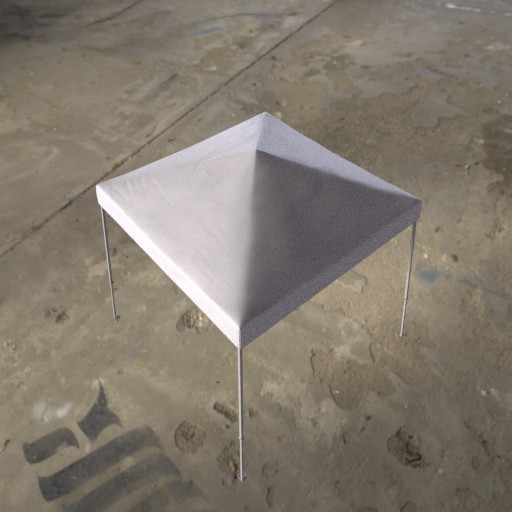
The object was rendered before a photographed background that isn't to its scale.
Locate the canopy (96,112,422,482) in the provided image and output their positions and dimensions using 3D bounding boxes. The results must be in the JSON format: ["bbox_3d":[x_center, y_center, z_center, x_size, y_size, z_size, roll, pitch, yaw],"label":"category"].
[{"bbox_3d":[0.000,0.000,5.134,2.850,2.850,2.849,-32,54,-27],"label":"canopy"}]
